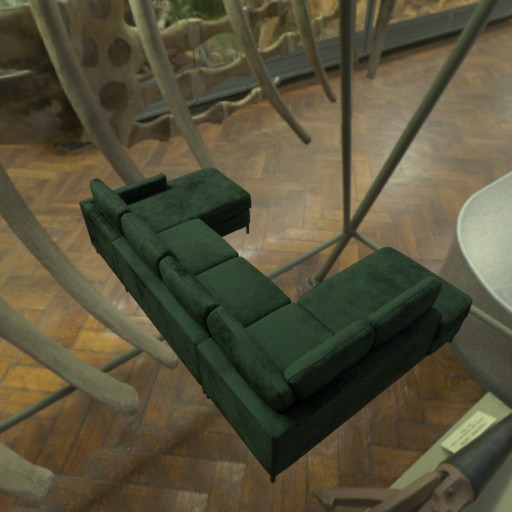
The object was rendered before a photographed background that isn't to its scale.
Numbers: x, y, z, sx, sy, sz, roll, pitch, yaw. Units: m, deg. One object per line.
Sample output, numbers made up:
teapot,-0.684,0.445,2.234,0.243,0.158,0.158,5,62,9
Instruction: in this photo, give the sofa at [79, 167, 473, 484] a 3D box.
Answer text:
sofa,0.000,0.000,3.864,1.992,0.861,2.994,-26,47,-27
